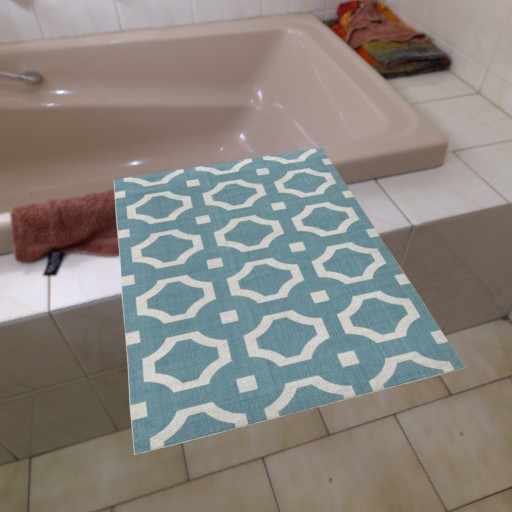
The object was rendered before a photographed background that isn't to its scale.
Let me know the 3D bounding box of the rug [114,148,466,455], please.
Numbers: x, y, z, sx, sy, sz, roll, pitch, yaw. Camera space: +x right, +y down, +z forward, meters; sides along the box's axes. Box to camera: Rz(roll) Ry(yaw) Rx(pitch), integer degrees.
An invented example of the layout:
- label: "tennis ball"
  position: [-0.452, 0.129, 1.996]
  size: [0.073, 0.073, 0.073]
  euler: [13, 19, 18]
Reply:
- label: "rug"
  position: [0.000, 0.000, 4.120]
  size: [2.466, 0.021, 3.049]
  euler: [-11, 48, -10]
